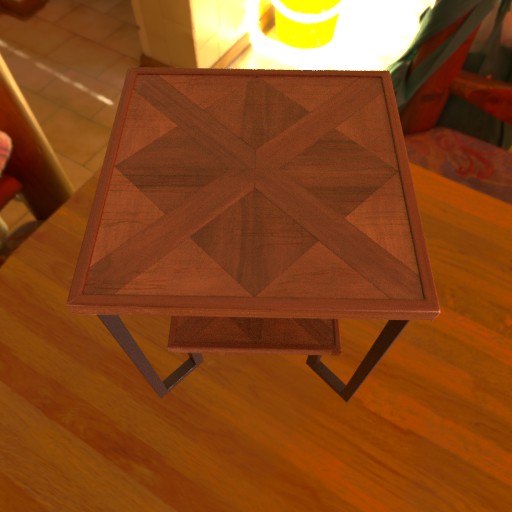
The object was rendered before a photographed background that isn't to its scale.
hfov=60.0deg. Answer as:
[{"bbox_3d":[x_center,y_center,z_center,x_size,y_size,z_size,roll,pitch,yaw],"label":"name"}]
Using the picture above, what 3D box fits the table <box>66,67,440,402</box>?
[{"bbox_3d":[0.000,0.000,0.962,0.503,0.563,0.503,1,59,1],"label":"table"}]
